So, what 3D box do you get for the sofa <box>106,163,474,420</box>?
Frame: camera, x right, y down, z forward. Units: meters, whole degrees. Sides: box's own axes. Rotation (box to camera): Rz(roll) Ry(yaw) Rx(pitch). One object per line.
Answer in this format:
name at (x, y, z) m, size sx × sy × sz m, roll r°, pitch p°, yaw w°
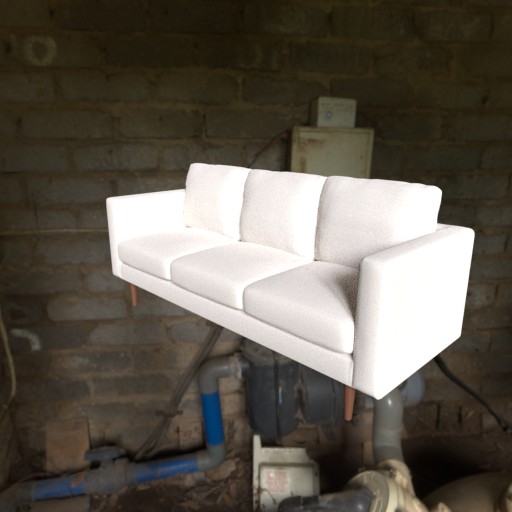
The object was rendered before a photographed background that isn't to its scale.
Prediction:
sofa at (0.000, 0.000, 2.484) m, size 0.802 × 0.912 × 2.029 m, roll -15°, pitch 22°, yaw -42°
